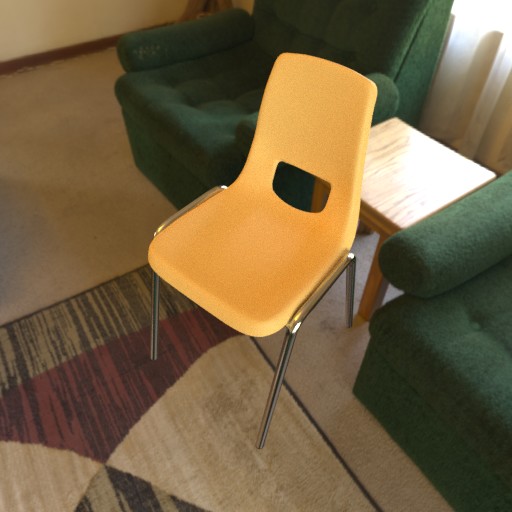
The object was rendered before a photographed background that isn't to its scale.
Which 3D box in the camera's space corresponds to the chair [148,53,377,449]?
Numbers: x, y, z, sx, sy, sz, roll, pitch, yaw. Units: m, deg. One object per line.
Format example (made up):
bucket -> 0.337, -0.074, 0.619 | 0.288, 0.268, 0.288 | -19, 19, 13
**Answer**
chair -> 0.000, 0.000, 0.957 | 0.381, 0.704, 0.436 | 31, 54, 25
